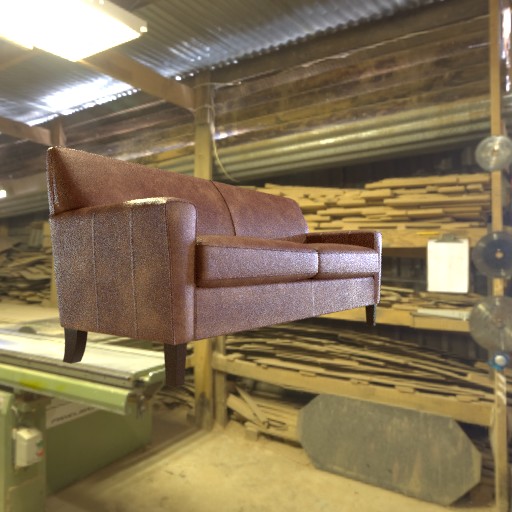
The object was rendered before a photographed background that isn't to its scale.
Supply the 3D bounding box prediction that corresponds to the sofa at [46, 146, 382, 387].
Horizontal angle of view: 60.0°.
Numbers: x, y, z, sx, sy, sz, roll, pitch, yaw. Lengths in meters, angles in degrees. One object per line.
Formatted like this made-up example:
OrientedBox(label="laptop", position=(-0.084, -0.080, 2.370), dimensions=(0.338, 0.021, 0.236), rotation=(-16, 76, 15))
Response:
OrientedBox(label="sofa", position=(0.000, 0.000, 2.520), dimensions=(0.805, 0.947, 2.053), rotation=(-1, -1, 36))
